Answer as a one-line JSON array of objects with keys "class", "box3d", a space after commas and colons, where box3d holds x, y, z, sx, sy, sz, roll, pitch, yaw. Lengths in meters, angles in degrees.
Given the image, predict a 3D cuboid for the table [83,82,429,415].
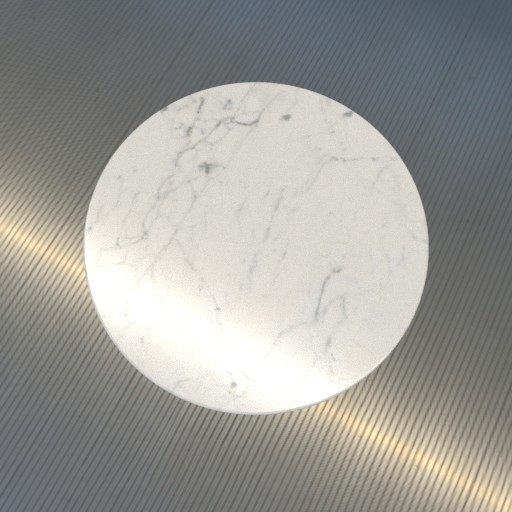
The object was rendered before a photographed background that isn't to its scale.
[{"class": "table", "box3d": [0.000, 0.000, 1.246, 0.800, 0.450, 0.800, 0, 76, 0]}]
